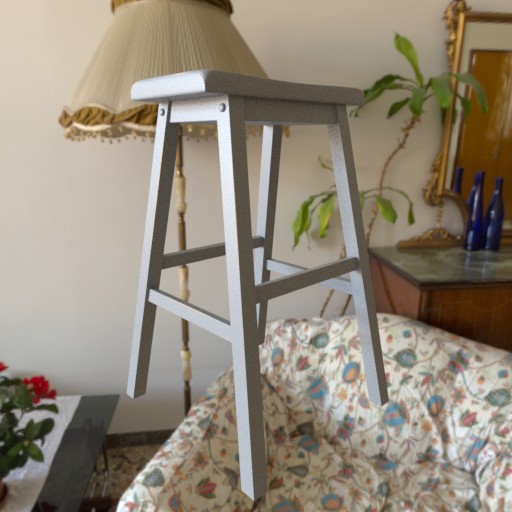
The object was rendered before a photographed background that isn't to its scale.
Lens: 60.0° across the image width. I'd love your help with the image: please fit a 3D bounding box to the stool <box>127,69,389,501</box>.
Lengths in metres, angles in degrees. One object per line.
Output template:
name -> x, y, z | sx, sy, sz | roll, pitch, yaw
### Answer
stool -> 0.000, 0.000, 1.019 | 0.457, 0.737, 0.476 | -14, 20, -41
